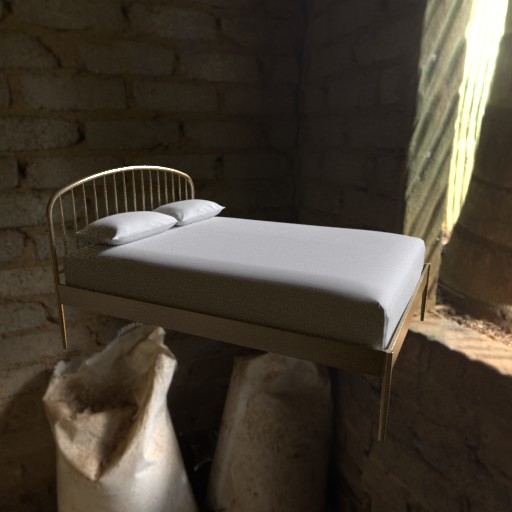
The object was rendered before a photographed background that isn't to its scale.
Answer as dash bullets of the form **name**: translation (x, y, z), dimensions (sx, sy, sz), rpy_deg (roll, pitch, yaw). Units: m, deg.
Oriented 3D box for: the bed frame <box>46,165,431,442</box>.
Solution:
- **bed frame**: translation (0.000, 0.000, 3.088), dimensions (2.152, 1.175, 1.612), rpy_deg (7, 17, 25)
